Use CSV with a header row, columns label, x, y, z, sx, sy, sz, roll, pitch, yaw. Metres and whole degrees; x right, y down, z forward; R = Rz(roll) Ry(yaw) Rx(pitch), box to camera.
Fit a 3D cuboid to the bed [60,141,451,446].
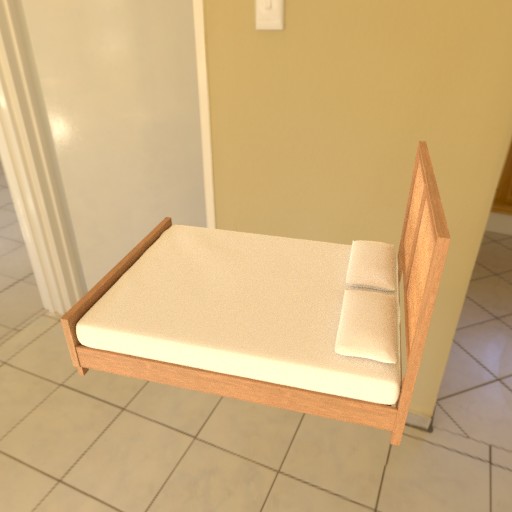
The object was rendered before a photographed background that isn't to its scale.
label,x,y,z,sx,sy,sz,roll,pitch,yaw
bed,0.000,0.000,3.198,2.184,1.387,1.606,7,31,13
